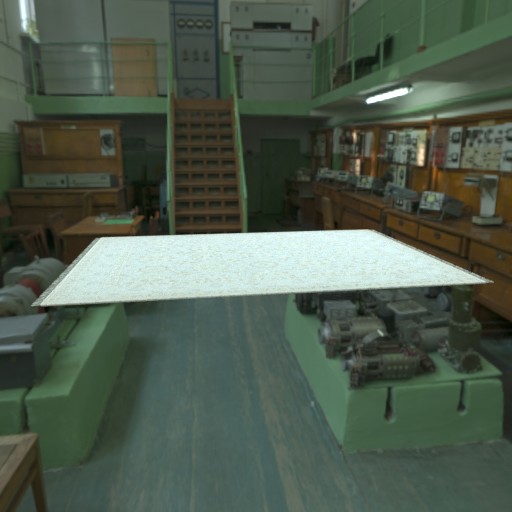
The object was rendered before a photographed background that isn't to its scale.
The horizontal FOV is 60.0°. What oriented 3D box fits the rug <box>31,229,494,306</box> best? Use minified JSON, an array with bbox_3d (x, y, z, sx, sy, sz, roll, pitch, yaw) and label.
[{"bbox_3d":[0.000,0.000,2.828,2.233,0.011,1.514,-2,14,-9],"label":"rug"}]
